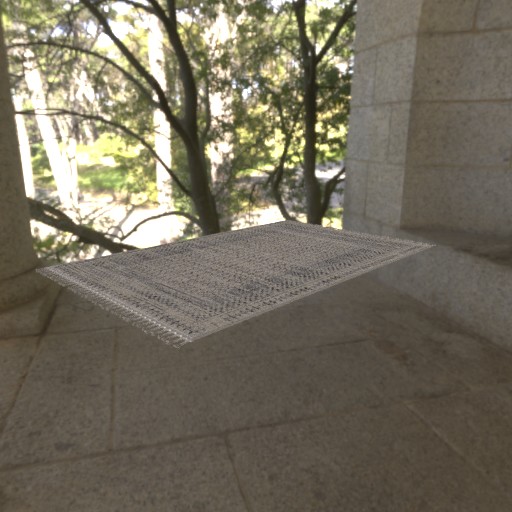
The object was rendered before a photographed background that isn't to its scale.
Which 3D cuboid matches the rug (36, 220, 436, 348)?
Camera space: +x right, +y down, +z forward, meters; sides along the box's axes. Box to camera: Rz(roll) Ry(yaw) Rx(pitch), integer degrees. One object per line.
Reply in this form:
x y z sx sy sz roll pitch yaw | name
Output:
0.000 0.000 3.147 1.548 0.013 2.486 15 21 43 | rug
